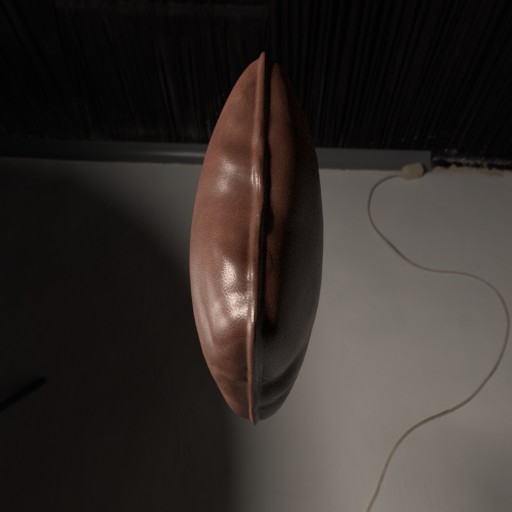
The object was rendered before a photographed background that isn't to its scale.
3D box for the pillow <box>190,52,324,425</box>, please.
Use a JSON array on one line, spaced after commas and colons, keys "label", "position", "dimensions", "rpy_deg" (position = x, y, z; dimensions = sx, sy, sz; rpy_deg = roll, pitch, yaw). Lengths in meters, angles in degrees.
[{"label": "pillow", "position": [0.000, 0.000, 0.837], "dimensions": [0.236, 0.523, 0.532], "rpy_deg": [2, 59, 1]}]
